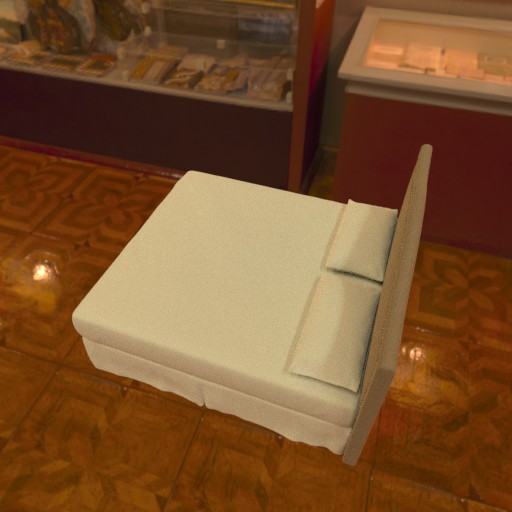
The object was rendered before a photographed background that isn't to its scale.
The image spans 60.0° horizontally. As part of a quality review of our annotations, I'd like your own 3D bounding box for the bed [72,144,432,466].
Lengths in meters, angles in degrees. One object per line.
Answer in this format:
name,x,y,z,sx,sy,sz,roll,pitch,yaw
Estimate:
bed,0.000,0.000,3.449,2.182,1.421,2.083,15,48,14
